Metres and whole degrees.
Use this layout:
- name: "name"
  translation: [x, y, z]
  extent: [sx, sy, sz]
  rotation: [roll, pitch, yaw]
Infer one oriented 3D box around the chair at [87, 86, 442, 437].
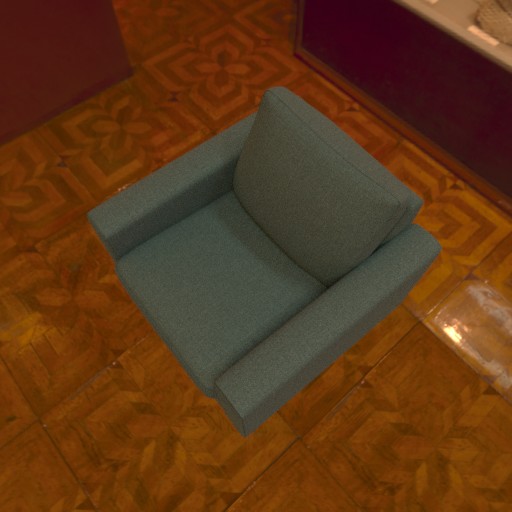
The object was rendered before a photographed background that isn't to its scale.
- name: "chair"
  translation: [0.000, 0.000, 1.906]
  extent: [1.038, 1.010, 1.024]
  rotation: [-36, 68, -17]
